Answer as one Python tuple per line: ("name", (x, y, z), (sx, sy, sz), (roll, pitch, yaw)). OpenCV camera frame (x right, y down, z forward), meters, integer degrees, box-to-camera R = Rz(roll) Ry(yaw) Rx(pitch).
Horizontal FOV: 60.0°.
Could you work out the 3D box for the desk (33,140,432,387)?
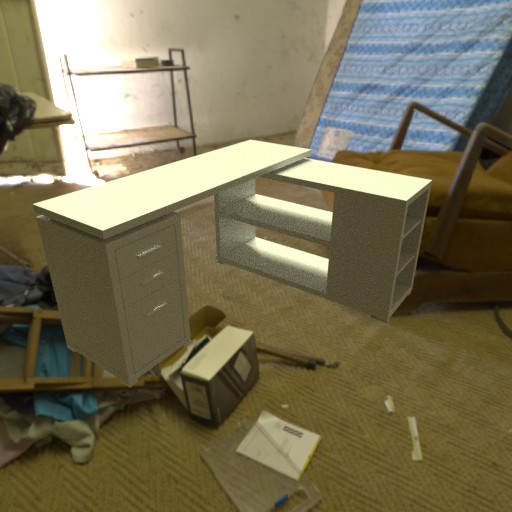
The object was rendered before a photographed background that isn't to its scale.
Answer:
("desk", (0.000, 0.000, 2.256), (1.200, 0.753, 1.524), (18, 32, 32))
